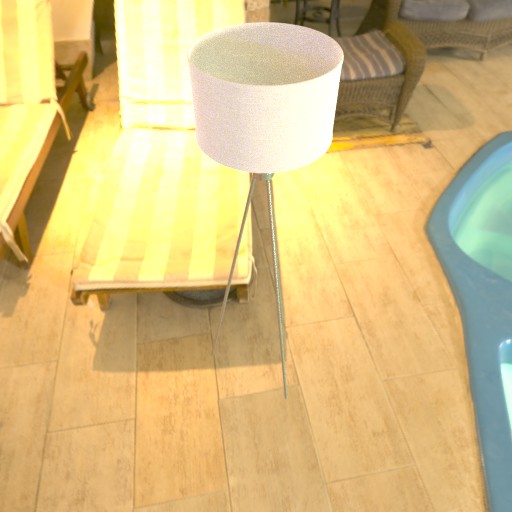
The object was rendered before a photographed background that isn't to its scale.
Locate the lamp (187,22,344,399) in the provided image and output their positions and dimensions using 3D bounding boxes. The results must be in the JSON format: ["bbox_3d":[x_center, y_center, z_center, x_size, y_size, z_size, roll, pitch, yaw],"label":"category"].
[{"bbox_3d":[0.000,0.000,1.714,0.458,1.545,0.448,-3,47,-3],"label":"lamp"}]
